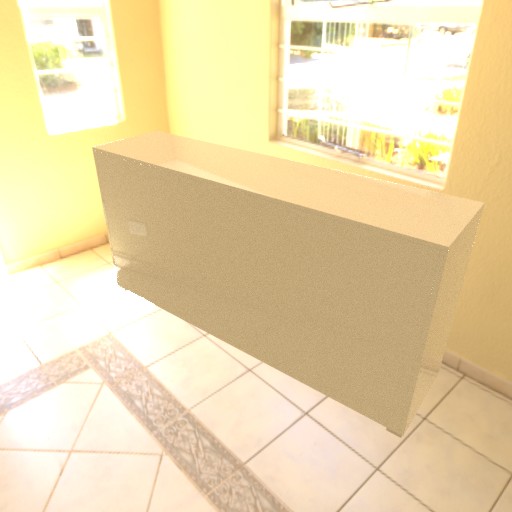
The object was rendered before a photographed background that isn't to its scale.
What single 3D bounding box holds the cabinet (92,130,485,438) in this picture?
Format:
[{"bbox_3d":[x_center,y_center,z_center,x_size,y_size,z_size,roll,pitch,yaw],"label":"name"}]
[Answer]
[{"bbox_3d":[0.000,0.000,1.998,1.650,0.800,0.400,21,35,32],"label":"cabinet"}]
